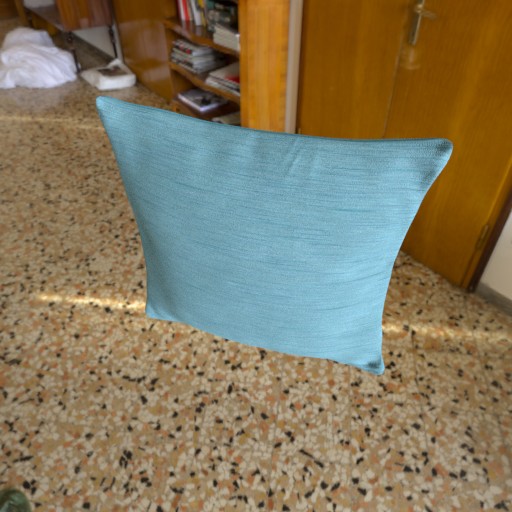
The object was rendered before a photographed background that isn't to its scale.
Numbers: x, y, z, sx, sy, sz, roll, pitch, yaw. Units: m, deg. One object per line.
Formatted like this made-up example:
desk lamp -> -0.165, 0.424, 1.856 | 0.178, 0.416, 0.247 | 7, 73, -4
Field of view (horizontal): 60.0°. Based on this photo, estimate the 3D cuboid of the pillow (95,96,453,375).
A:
pillow -> 0.000, 0.000, 0.639 | 0.433, 0.415, 0.151 | 12, 42, 13
